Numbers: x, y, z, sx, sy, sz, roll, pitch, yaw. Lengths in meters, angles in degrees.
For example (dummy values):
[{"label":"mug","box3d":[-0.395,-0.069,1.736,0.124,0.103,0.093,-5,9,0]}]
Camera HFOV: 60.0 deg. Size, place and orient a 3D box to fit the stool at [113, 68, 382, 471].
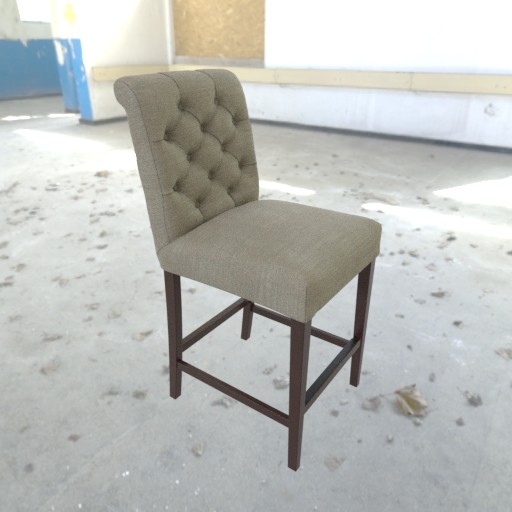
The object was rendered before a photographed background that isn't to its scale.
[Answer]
[{"label":"stool","box3d":[0.000,0.000,1.428,0.660,1.084,0.486,17,31,31]}]
